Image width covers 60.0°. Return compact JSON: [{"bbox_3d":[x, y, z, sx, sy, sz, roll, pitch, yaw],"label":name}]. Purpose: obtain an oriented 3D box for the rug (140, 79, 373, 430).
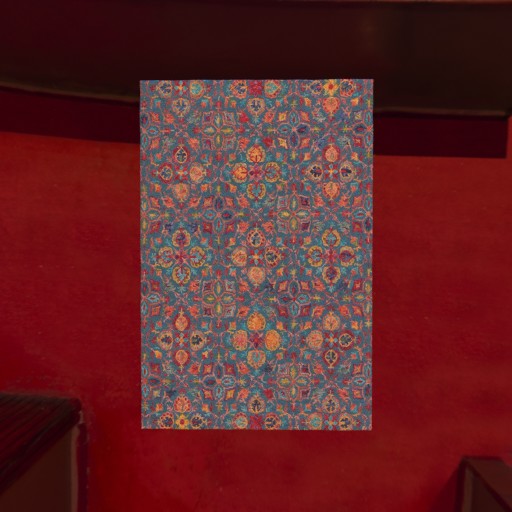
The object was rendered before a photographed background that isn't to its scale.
[{"bbox_3d":[0.000,0.000,2.325,1.216,0.014,1.836,0,91,1],"label":"rug"}]
